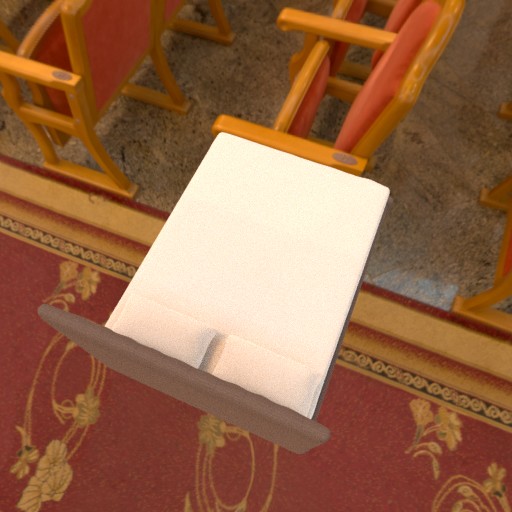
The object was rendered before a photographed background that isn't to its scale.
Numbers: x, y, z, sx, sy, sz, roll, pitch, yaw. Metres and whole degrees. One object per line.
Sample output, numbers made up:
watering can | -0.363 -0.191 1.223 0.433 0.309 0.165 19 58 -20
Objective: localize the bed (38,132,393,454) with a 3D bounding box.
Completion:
bed | 0.000 0.000 3.337 1.696 1.426 2.233 21 66 10
